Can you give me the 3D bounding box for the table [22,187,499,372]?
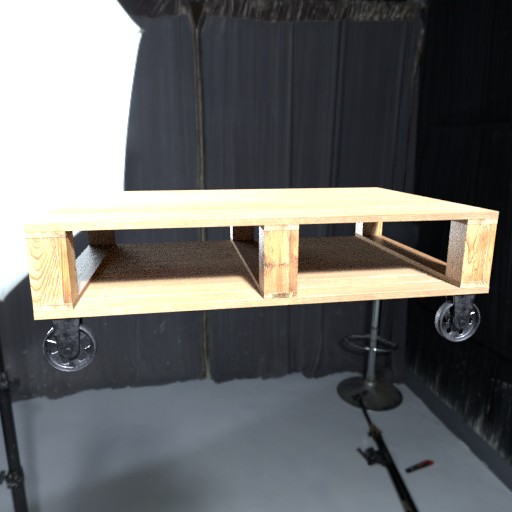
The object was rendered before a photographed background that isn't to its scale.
[{"bbox_3d":[0.000,0.000,1.634,1.299,0.413,0.827,-2,14,-9],"label":"table"}]
